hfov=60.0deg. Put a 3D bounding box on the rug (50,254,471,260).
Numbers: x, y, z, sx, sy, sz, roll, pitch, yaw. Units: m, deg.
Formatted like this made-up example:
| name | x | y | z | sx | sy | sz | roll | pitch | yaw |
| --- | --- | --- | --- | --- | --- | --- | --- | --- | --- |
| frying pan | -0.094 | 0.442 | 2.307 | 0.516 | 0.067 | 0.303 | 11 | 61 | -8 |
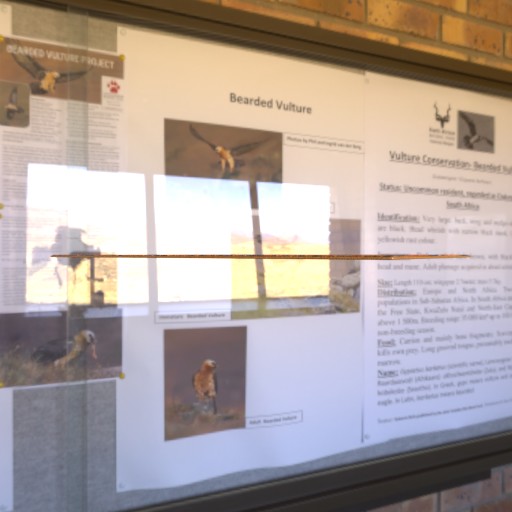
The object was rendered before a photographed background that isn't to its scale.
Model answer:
| name | x | y | z | sx | sy | sz | roll | pitch | yaw |
| --- | --- | --- | --- | --- | --- | --- | --- | --- | --- |
| rug | 0.000 | 0.000 | 2.203 | 1.758 | 0.013 | 1.148 | 0 | 0 | 36 |
